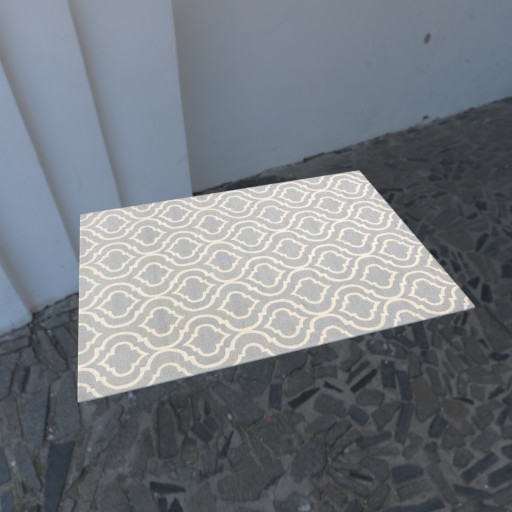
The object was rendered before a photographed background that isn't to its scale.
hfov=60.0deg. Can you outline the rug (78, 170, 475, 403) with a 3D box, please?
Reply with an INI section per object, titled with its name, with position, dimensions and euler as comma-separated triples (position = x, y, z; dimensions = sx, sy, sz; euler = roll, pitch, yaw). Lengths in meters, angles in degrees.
[rug]
position = 0.000, 0.000, 2.721
dimensions = 2.080, 0.010, 1.451
euler = -11, 44, -12
